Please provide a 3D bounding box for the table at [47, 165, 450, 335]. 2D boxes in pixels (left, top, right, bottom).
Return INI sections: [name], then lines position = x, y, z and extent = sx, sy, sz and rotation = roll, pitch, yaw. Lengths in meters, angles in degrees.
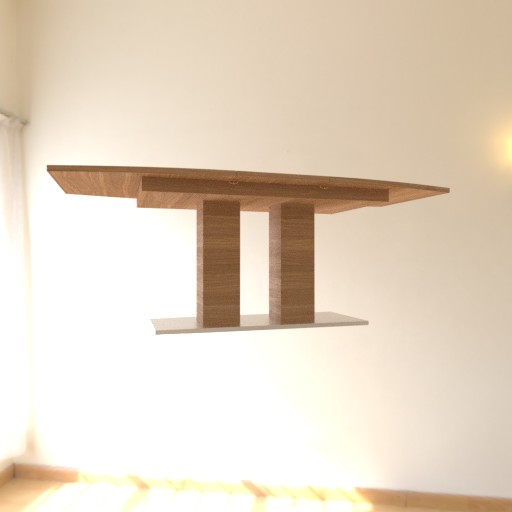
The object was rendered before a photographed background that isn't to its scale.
[table]
position = 0.000, 0.000, 2.464
extent = 2.032, 0.750, 0.900
rotation = 0, -1, -17
